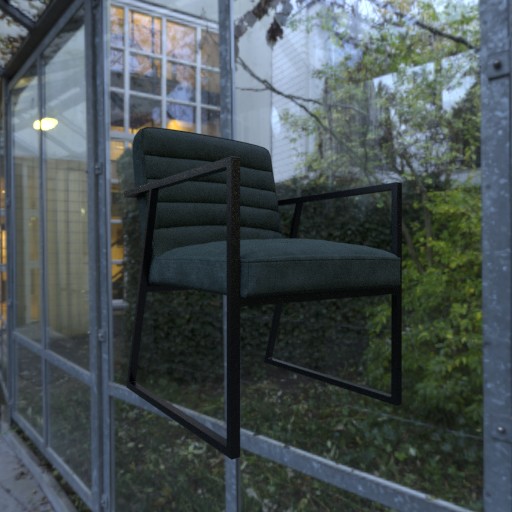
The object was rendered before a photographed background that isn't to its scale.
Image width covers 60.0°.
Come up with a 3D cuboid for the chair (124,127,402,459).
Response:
[{"bbox_3d":[0.000,0.000,1.321,0.571,0.833,0.677,0,0,-36],"label":"chair"}]
